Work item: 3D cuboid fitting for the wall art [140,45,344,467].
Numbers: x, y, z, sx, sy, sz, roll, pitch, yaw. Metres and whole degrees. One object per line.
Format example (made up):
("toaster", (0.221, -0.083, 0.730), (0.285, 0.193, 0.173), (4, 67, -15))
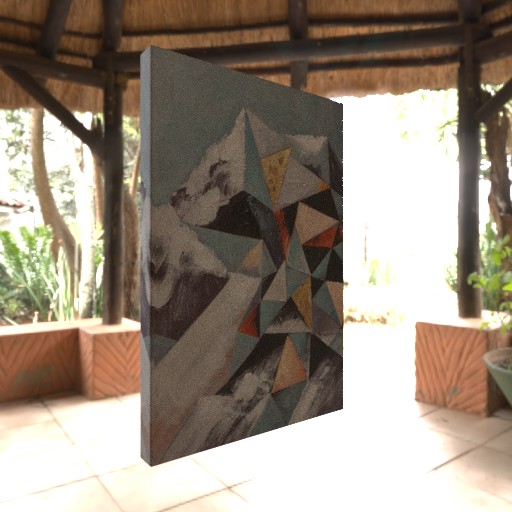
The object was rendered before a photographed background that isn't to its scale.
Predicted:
("wall art", (0.000, 0.000, 1.158), (0.609, 0.911, 0.061), (0, 0, -37))
